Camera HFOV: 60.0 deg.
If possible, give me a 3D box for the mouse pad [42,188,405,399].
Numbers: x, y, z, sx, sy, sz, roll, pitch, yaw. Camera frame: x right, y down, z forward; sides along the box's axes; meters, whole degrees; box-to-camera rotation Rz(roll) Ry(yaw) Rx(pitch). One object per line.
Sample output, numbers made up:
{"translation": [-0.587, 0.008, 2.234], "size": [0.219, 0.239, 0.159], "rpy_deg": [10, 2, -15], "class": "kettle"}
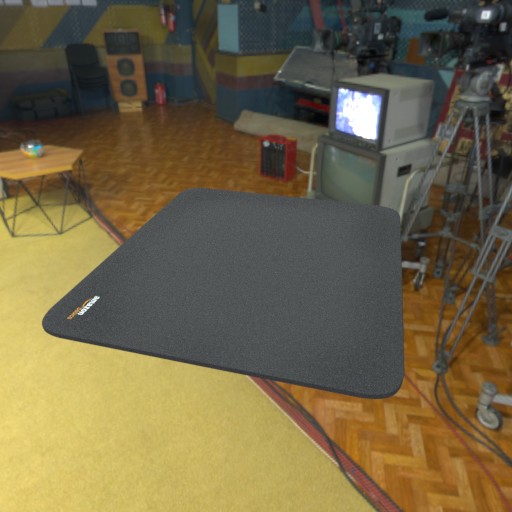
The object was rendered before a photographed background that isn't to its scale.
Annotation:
{"translation": [0.000, 0.000, 0.321], "size": [0.203, 0.003, 0.229], "rpy_deg": [8, 31, 13], "class": "mouse pad"}
